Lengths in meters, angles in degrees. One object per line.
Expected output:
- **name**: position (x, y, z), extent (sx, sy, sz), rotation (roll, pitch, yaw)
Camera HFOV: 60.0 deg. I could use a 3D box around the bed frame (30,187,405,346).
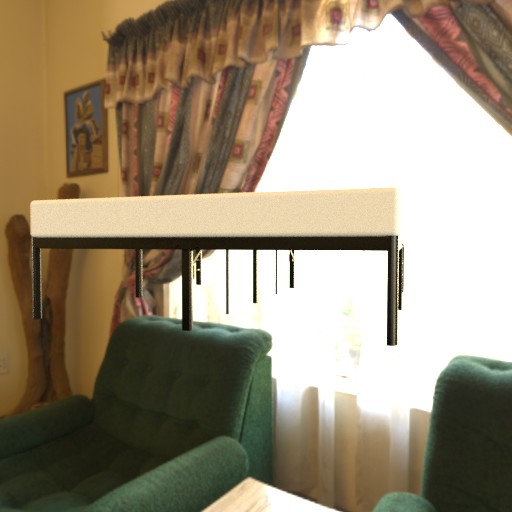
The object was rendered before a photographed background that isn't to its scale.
- **bed frame**: position (0.000, 0.000, 3.106), extent (1.963, 0.659, 2.079), rotation (1, 2, 19)
